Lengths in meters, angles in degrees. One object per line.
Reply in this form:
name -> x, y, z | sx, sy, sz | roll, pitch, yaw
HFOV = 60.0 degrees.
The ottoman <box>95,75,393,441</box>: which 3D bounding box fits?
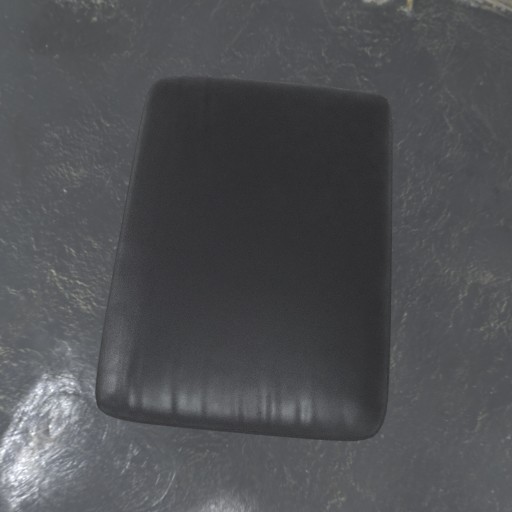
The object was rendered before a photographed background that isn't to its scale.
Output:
ottoman -> 0.000, 0.000, 1.053 | 0.570, 0.402, 0.764 | 5, 75, 1
